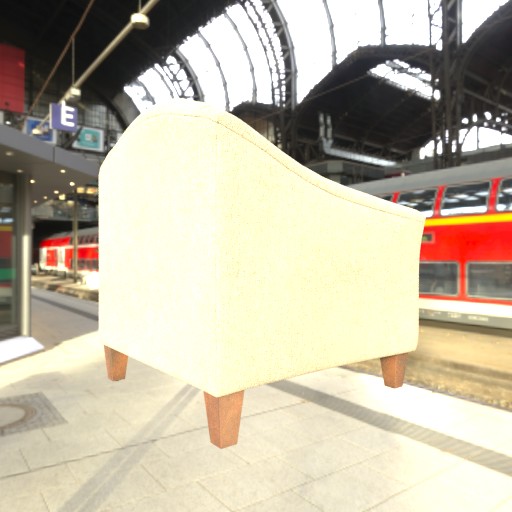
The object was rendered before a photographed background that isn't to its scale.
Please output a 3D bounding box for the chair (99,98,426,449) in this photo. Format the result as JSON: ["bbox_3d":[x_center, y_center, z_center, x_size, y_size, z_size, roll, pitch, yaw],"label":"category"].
[{"bbox_3d":[0.000,0.000,1.447,0.787,0.839,0.763,0,0,-38],"label":"chair"}]
